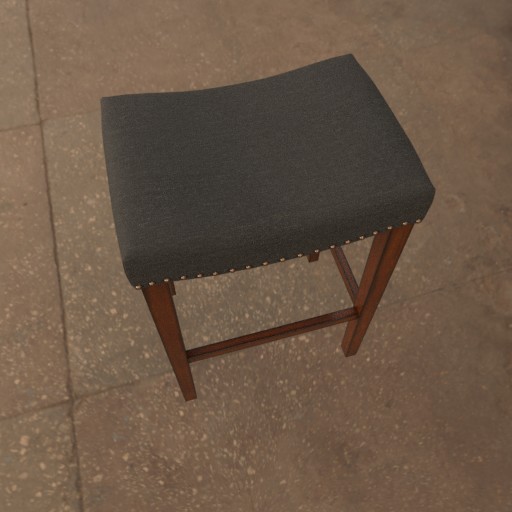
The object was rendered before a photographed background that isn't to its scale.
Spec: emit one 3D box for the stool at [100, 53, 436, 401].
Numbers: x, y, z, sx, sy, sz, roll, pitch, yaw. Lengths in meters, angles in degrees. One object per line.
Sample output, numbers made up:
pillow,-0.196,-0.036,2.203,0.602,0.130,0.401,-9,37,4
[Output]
stool,0.000,0.000,1.020,0.502,0.760,0.366,-13,60,-8
